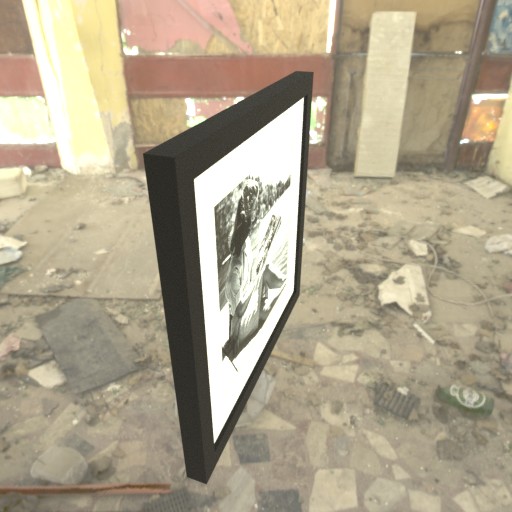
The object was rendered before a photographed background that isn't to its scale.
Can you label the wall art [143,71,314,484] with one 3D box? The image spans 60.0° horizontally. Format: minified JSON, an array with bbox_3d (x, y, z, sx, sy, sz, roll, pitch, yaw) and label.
[{"bbox_3d":[0.000,0.000,0.674,0.030,0.458,0.462,11,33,18],"label":"wall art"}]
